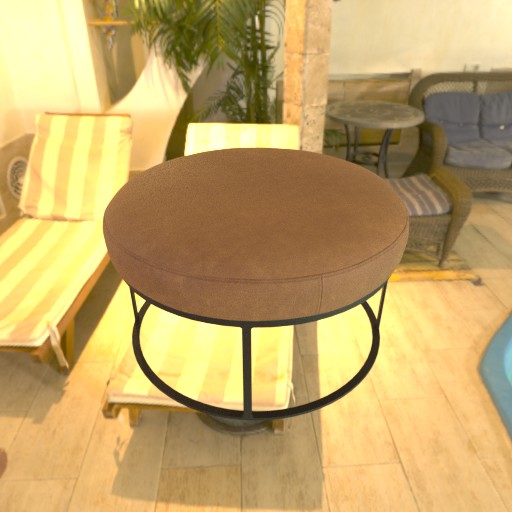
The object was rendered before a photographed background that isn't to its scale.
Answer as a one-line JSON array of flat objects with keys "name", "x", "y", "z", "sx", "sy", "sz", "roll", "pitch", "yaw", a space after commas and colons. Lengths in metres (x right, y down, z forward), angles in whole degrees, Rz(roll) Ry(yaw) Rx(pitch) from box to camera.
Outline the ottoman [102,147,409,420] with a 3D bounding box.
[{"name": "ottoman", "x": 0.000, "y": 0.000, "z": 1.238, "sx": 0.771, "sy": 0.460, "sz": 0.771, "roll": 0, "pitch": 31, "yaw": 0}]
